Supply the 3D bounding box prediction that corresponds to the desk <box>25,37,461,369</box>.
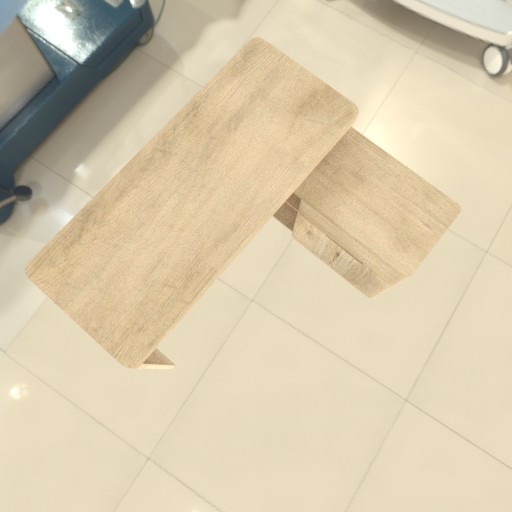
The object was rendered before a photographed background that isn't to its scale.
[{"bbox_3d":[0.000,0.000,2.099,1.175,0.770,1.400,39,79,9],"label":"desk"}]
